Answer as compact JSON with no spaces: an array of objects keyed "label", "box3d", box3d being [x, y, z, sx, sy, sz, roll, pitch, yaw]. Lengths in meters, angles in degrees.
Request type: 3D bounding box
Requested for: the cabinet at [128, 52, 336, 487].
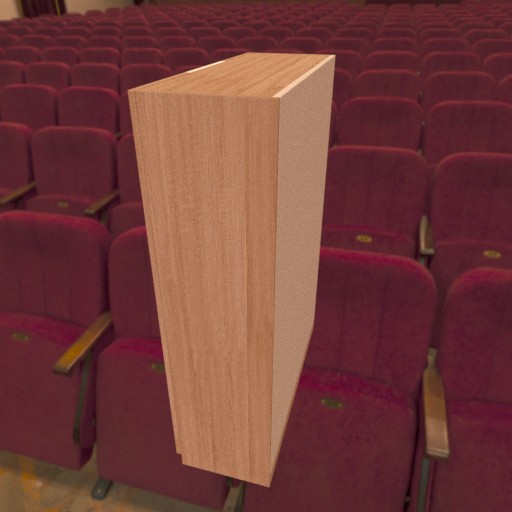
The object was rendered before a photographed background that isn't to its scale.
[{"label":"cabinet","box3d":[0.000,0.000,2.696,0.590,2.120,1.500,8,31,14]}]
